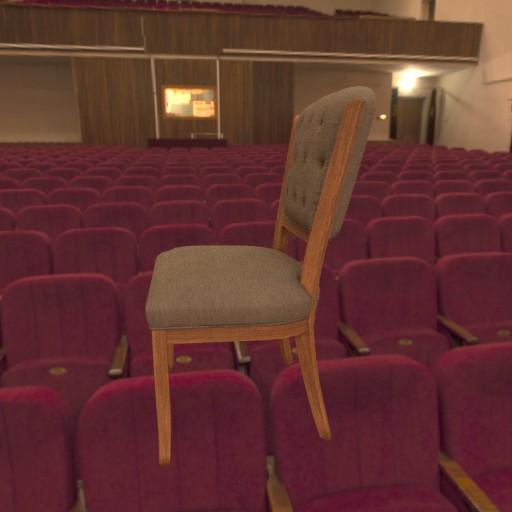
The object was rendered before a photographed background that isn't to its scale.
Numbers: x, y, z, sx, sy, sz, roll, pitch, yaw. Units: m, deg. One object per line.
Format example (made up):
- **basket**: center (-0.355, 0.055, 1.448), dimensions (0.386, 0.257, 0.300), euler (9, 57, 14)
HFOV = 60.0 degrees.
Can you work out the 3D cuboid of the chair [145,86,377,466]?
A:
- **chair**: center (0.000, 0.000, 1.257), dimensions (0.584, 0.905, 0.513), euler (-2, 14, -9)
